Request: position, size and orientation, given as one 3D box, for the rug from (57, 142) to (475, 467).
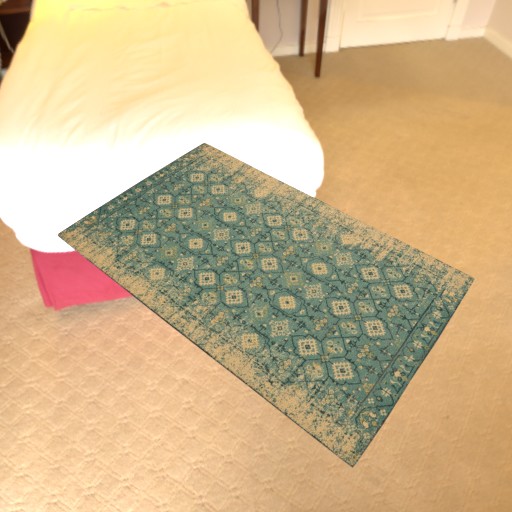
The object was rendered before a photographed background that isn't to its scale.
[{"bbox_3d":[0.000,0.000,2.198,1.795,0.008,1.102,32,55,25],"label":"rug"}]
